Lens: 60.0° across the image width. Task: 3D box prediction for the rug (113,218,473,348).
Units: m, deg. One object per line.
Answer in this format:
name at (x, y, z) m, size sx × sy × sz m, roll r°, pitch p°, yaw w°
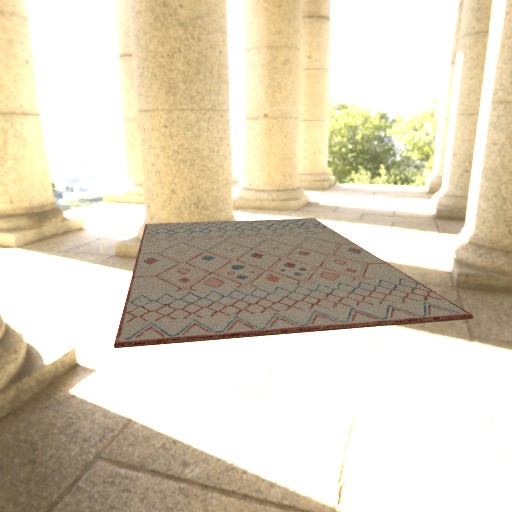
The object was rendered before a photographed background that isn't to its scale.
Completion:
rug at (0.000, 0.000, 2.313) m, size 1.219 × 0.016 × 1.829 m, roll -3°, pitch 16°, yaw -10°
